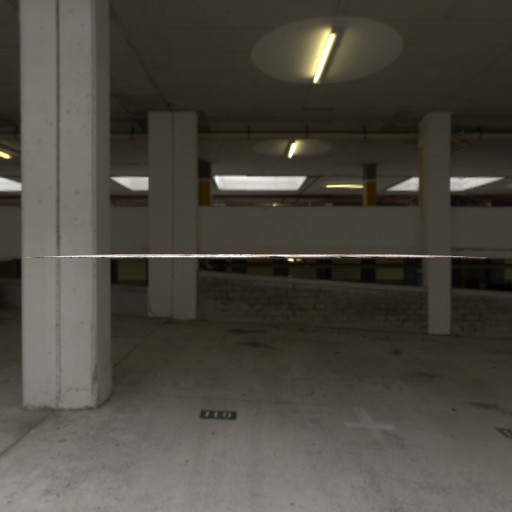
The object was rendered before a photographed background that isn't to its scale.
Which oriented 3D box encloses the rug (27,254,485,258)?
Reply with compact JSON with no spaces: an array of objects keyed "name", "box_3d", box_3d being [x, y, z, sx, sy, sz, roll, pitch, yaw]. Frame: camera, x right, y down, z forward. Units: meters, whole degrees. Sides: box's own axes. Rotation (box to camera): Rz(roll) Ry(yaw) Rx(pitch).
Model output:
[{"name":"rug","box_3d":[0.000,0.000,2.447,1.918,0.007,1.268,0,1,-1]}]
